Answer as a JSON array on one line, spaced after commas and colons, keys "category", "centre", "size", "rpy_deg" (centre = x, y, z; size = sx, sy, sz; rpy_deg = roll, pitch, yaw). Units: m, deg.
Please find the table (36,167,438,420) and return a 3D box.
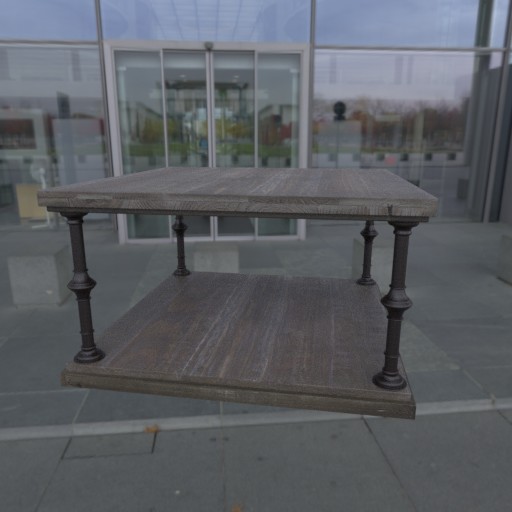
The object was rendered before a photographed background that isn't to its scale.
[{"category": "table", "centre": [0.000, 0.000, 1.135], "size": [0.696, 0.400, 0.696], "rpy_deg": [2, 15, 9]}]
